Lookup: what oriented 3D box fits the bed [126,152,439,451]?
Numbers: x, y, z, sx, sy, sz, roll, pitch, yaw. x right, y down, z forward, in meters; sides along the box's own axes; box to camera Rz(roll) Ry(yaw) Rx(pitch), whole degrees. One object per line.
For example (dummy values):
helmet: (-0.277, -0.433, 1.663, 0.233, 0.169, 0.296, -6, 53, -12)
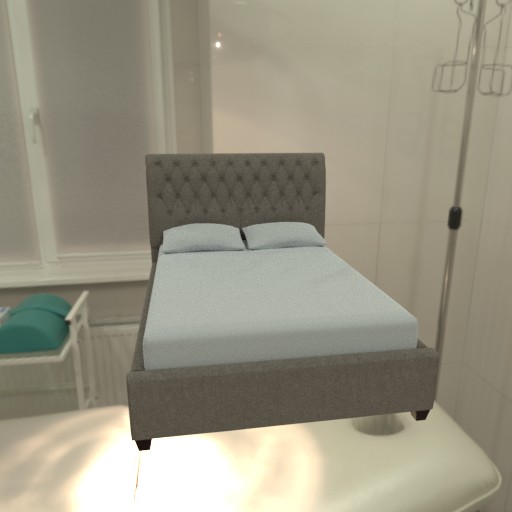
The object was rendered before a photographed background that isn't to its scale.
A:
bed: (0.000, 0.000, 3.237, 1.645, 1.371, 2.252, -3, 16, -9)
